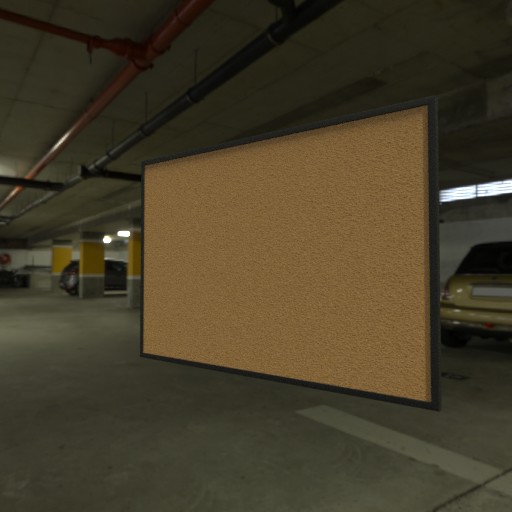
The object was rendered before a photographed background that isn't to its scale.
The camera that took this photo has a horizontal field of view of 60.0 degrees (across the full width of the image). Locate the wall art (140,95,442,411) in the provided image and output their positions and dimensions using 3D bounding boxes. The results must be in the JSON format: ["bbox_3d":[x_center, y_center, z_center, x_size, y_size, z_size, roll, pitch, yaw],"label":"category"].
[{"bbox_3d":[0.000,0.000,0.845,0.664,0.458,0.013,-1,-2,37],"label":"wall art"}]
